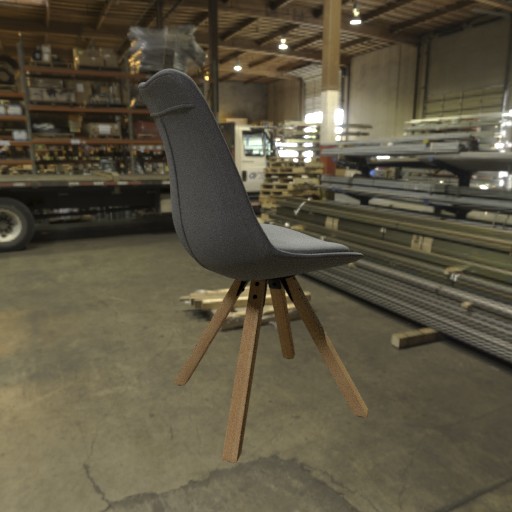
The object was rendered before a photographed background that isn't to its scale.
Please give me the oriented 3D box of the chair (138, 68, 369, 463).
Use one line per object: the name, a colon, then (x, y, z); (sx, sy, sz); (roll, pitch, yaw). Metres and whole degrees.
chair: (0.000, 0.000, 1.186); (0.549, 0.863, 0.474); (-6, 15, -26)
